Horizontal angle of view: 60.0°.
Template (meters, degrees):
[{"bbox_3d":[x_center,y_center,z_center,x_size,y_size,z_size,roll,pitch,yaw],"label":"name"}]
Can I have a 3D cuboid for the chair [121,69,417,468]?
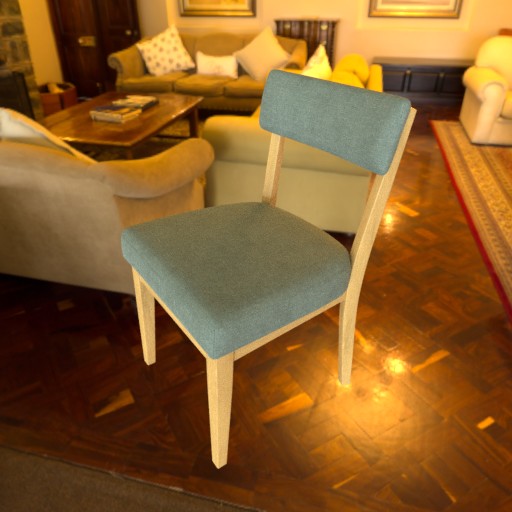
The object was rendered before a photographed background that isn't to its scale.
[{"bbox_3d":[0.000,0.000,1.180,0.572,0.832,0.508,-20,37,-29],"label":"chair"}]
